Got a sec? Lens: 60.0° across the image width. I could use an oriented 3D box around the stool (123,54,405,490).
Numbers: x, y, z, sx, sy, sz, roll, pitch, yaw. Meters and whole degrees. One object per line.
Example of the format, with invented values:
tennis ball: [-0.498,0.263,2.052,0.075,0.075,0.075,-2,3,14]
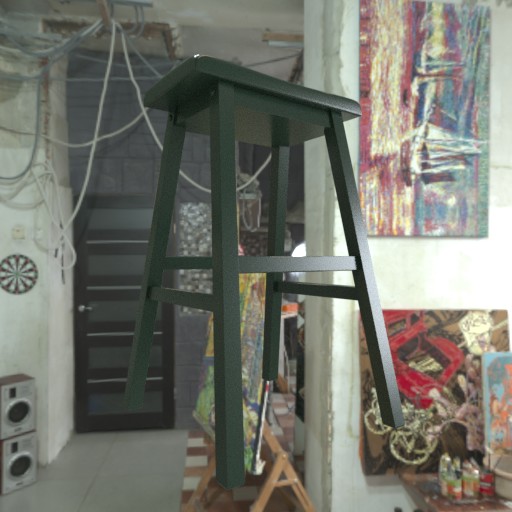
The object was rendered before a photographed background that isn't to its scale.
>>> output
stool: [0.000,0.000,1.022,0.457,0.737,0.476,0,0,-36]
